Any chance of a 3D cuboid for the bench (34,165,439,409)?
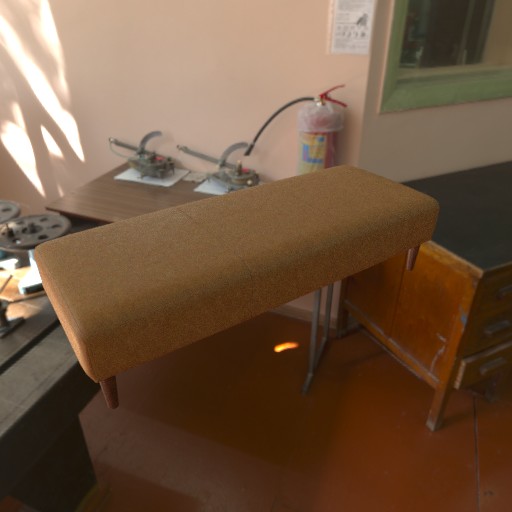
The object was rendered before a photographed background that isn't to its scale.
[{"bbox_3d":[0.000,0.000,1.897,1.610,0.399,0.653,-19,36,-29],"label":"bench"}]
